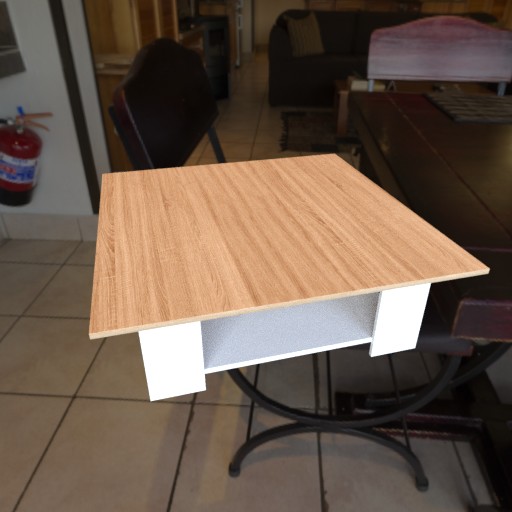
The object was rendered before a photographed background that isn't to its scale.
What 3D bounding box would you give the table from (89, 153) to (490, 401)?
[{"bbox_3d":[0.000,0.000,1.380,0.890,0.305,0.890,-8,32,-13],"label":"table"}]
